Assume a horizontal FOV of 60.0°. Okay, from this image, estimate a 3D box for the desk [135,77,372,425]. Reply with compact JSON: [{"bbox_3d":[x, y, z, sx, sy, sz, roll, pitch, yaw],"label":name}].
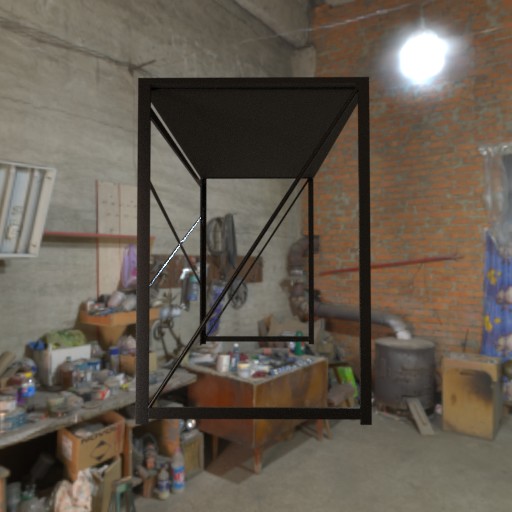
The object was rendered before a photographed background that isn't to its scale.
[{"bbox_3d":[0.000,0.000,1.460,0.505,0.747,1.015,0,-2,1],"label":"desk"}]
